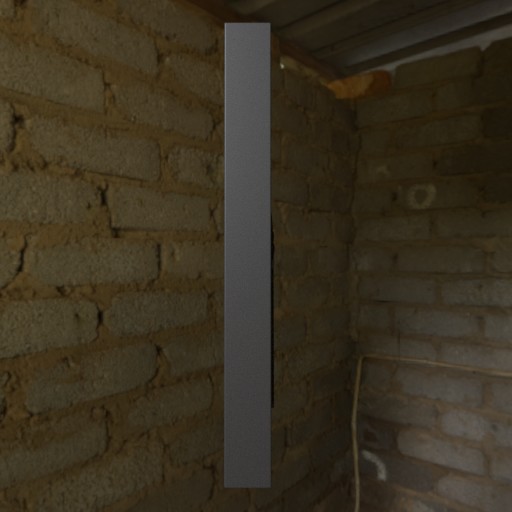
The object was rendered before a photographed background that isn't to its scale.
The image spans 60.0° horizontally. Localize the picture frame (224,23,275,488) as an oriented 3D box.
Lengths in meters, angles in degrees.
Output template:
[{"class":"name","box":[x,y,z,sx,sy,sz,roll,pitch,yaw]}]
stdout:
[{"class":"picture frame","box":[0.000,0.000,0.276,0.028,0.208,0.157,0,-1,0]}]
